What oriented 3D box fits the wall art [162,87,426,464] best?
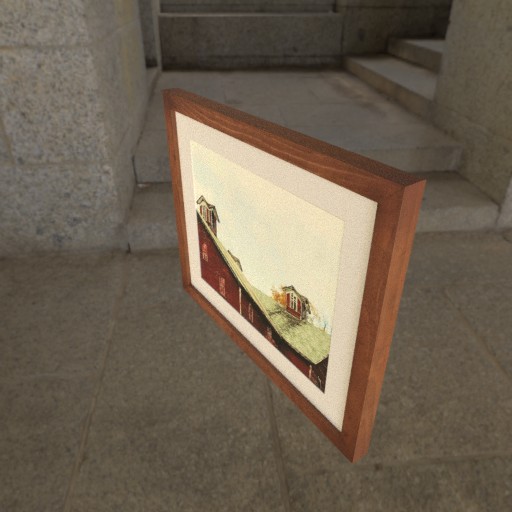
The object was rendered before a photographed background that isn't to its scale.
[{"bbox_3d":[0.000,0.000,0.760,0.033,0.457,0.558,-21,37,-29],"label":"wall art"}]
